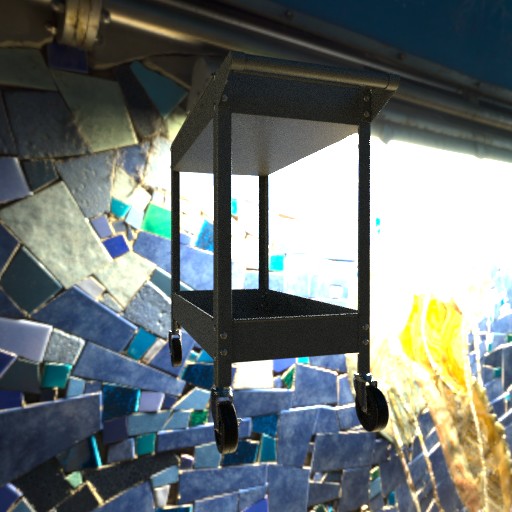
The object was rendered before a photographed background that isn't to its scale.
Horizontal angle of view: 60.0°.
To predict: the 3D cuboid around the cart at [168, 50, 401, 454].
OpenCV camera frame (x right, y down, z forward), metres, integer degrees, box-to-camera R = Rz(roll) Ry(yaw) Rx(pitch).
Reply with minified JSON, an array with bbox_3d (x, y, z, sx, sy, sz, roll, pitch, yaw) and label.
[{"bbox_3d":[0.000,0.000,1.162,0.366,0.719,0.779,0,1,-18],"label":"cart"}]
